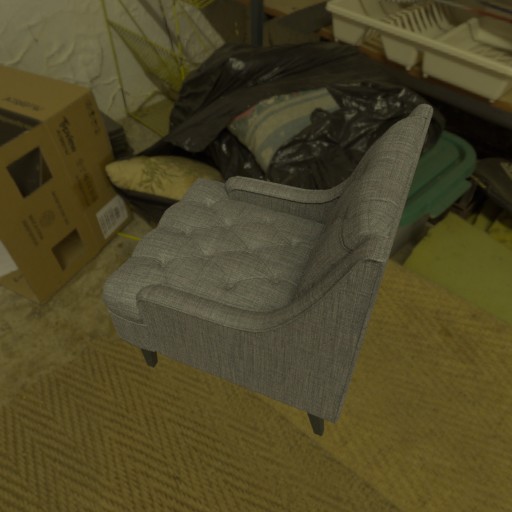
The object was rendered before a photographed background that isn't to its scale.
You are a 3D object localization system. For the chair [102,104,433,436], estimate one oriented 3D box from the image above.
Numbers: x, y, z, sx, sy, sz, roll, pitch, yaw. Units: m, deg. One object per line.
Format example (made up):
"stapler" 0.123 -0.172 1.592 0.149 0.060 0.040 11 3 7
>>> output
"chair" 0.000 0.000 1.397 0.771 0.891 0.655 17 48 16
